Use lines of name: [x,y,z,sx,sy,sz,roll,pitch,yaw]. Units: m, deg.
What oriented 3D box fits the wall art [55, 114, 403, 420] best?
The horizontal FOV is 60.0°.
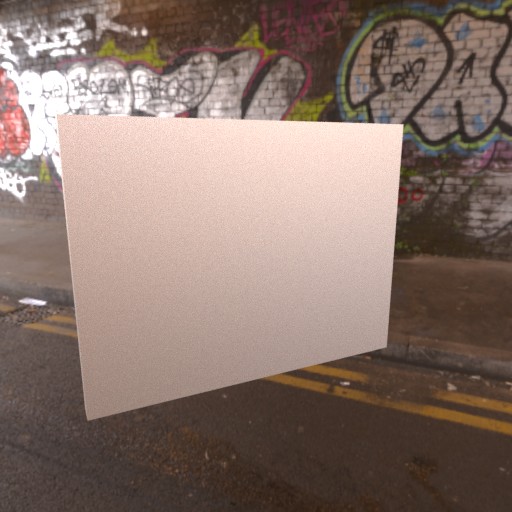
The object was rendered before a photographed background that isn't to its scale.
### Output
wall art: [0.000,0.000,1.371,1.056,0.801,0.066,-7,15,-25]
